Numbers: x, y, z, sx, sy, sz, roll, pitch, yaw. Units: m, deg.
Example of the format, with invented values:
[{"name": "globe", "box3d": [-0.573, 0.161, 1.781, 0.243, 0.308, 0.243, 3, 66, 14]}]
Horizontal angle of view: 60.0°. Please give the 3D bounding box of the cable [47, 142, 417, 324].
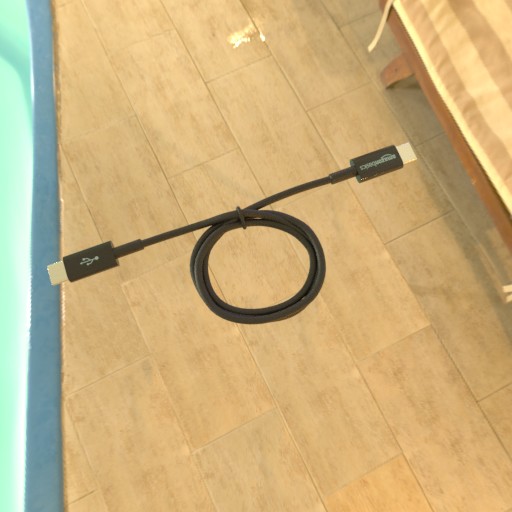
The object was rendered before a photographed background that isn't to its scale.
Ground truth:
[{"name": "cable", "box3d": [0.000, 0.000, 0.225, 0.203, 0.014, 0.070, -20, 76, -5]}]
